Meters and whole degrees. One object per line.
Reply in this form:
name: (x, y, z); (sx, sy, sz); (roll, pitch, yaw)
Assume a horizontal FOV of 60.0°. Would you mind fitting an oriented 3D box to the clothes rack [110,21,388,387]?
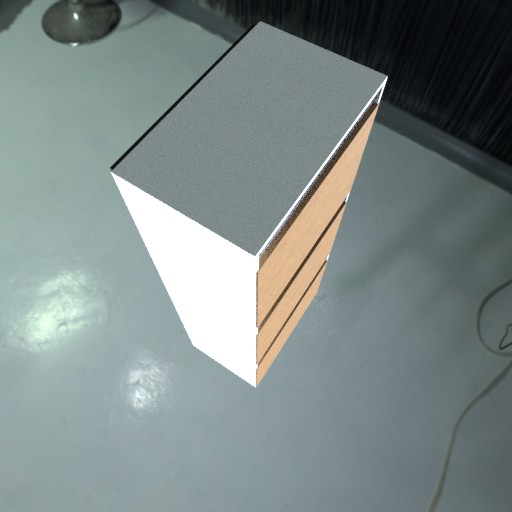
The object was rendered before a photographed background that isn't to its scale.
clothes rack: (0.000, 0.000, 1.395); (0.330, 1.187, 0.500); (30, 67, 14)
